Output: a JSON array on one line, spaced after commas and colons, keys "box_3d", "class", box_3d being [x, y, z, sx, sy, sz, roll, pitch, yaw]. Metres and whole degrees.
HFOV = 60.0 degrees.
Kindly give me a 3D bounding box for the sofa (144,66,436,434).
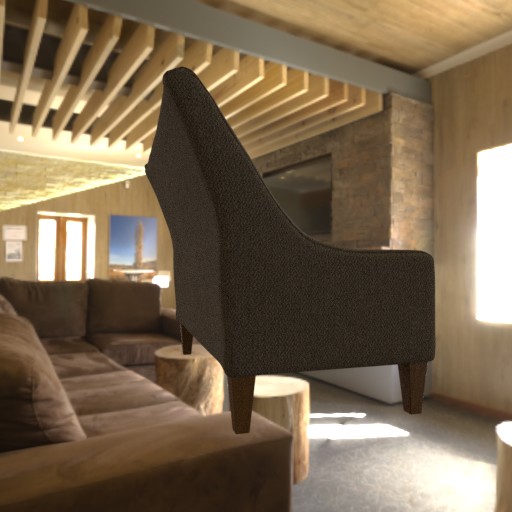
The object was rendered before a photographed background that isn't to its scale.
[{"box_3d": [0.000, 0.000, 1.875, 0.873, 1.022, 1.242, 0, -1, -17], "class": "sofa"}]
